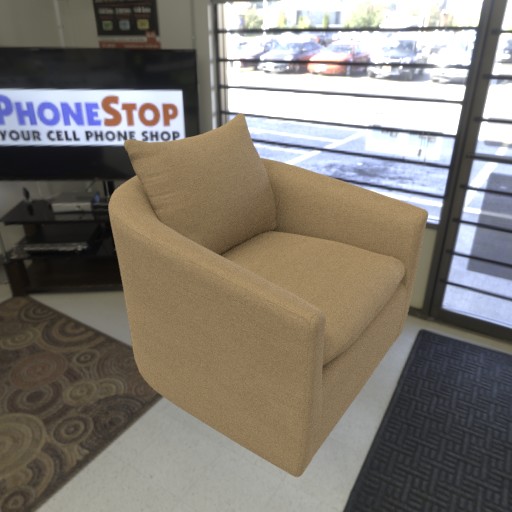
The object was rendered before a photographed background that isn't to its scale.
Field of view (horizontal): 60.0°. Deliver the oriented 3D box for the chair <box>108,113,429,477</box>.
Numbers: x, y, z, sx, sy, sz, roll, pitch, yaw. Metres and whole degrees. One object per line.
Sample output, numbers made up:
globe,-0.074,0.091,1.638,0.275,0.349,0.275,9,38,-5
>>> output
chair,0.000,0.000,1.553,0.910,0.848,0.845,18,32,31
